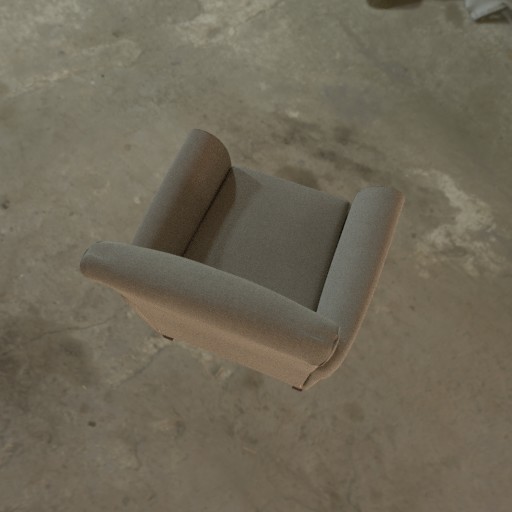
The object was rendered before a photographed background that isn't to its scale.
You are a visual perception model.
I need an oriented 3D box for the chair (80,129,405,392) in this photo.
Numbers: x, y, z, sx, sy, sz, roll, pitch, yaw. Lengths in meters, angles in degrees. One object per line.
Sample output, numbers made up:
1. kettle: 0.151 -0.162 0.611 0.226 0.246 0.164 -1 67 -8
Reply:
1. chair: 0.000 0.000 1.781 0.978 1.061 0.905 19 65 9
